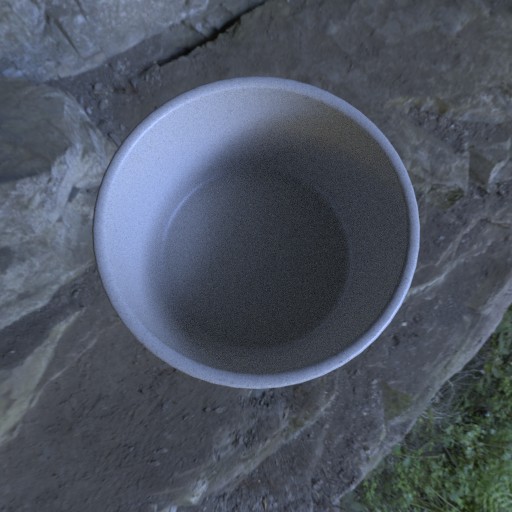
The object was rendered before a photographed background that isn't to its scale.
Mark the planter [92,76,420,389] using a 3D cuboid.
[{"bbox_3d":[0.000,0.000,0.573,0.317,0.303,0.317,0,76,0],"label":"planter"}]
